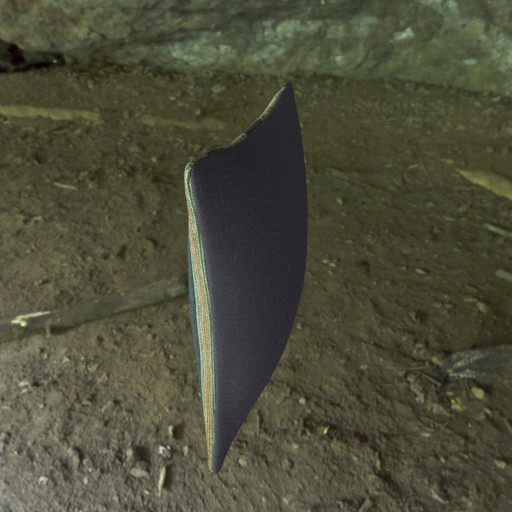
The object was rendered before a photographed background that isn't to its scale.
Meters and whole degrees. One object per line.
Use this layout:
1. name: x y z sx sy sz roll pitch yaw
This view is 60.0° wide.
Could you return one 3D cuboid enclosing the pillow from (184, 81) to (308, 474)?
1. pillow: 0.000 0.000 0.647 0.136 0.419 0.437 8 32 13
